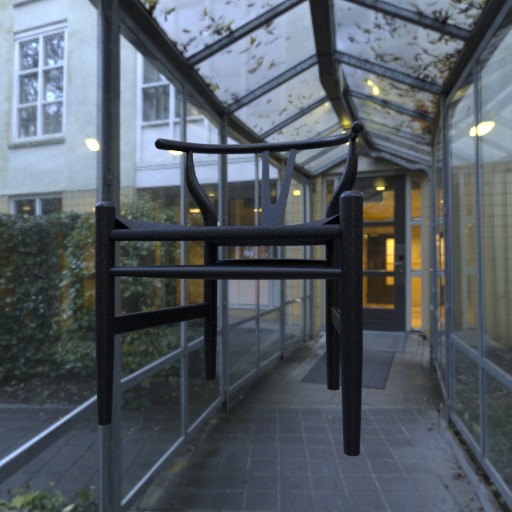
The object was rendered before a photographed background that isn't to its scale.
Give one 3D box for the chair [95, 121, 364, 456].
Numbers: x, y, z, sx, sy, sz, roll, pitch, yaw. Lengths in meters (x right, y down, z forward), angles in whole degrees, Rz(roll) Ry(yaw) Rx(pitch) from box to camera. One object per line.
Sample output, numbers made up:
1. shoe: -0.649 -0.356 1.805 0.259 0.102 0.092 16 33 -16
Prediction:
1. chair: 0.000 0.000 1.148 0.569 0.730 0.579 0 -1 17
